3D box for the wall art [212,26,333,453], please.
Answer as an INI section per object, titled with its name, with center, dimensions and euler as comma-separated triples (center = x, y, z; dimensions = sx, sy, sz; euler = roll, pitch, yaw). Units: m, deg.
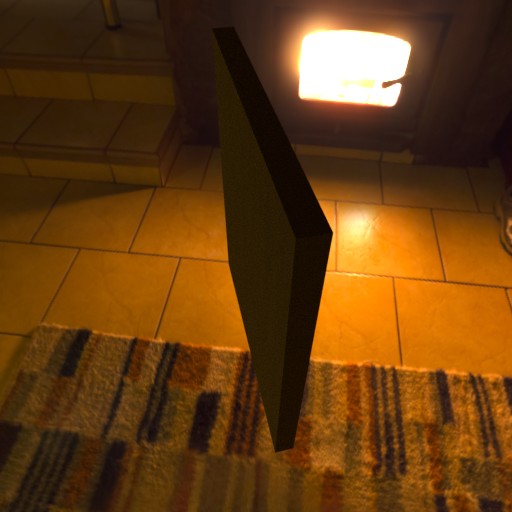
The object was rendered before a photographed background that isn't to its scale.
[wall art]
center = 0.000, 0.000, 0.736
dimensions = 0.034, 0.552, 0.455
euler = -10, 49, -9
